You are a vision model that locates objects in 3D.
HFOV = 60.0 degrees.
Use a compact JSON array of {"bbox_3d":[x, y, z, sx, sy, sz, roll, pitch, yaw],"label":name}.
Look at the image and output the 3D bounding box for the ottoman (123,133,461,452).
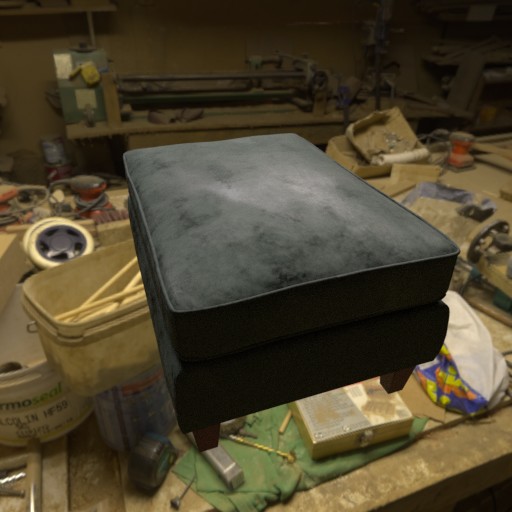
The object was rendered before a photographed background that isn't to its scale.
[{"bbox_3d":[0.000,0.000,1.245,0.632,0.495,0.864,-11,34,-17],"label":"ottoman"}]
